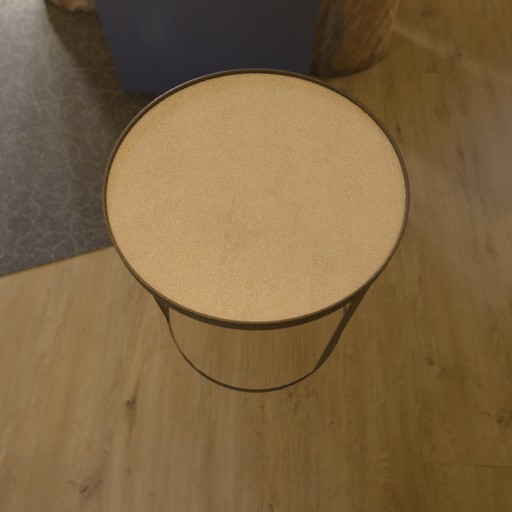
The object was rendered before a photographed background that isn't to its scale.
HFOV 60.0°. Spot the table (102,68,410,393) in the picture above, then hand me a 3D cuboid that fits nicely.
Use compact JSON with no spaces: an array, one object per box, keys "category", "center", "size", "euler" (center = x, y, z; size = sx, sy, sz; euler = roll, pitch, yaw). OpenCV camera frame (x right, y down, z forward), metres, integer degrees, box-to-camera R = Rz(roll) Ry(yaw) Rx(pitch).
[{"category":"table","center":[0.000,0.000,0.950],"size":[0.480,0.565,0.480],"euler":[0,64,0]}]
